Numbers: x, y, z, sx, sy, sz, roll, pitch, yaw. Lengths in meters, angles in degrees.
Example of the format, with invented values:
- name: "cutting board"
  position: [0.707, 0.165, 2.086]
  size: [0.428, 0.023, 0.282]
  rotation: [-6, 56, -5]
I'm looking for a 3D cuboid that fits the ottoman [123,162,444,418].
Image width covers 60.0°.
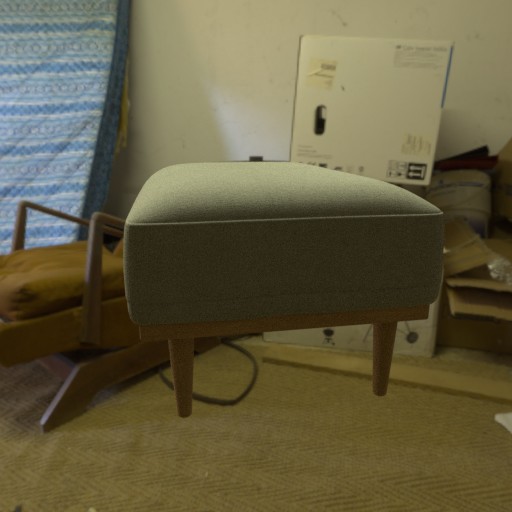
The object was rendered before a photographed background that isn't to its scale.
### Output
- name: "ottoman"
  position: [0.000, 0.000, 1.081]
  size: [0.549, 0.428, 0.749]
  rotation: [-3, 16, -10]
